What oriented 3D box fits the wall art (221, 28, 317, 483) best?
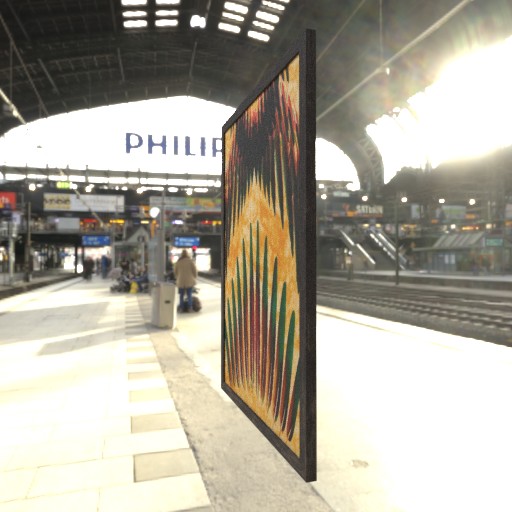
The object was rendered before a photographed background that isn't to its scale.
[{"bbox_3d":[0.000,0.000,1.428,0.029,1.066,0.812,0,-1,-19],"label":"wall art"}]
